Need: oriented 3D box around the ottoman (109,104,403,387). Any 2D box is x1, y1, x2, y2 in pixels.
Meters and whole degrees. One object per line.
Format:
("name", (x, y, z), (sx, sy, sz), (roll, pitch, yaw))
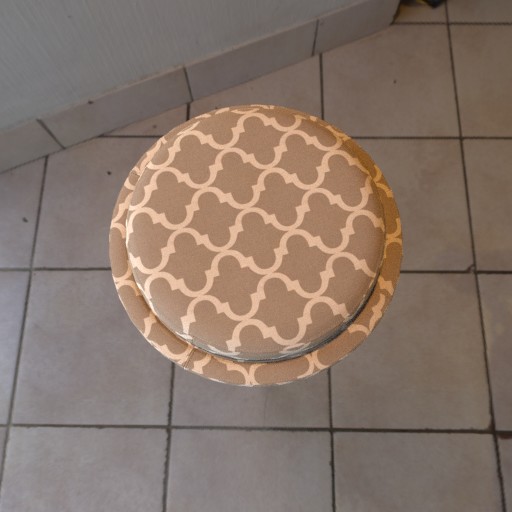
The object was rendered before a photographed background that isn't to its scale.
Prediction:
("ottoman", (0.000, 0.000, 0.849), (0.480, 0.429, 0.480), (0, 75, 0))
